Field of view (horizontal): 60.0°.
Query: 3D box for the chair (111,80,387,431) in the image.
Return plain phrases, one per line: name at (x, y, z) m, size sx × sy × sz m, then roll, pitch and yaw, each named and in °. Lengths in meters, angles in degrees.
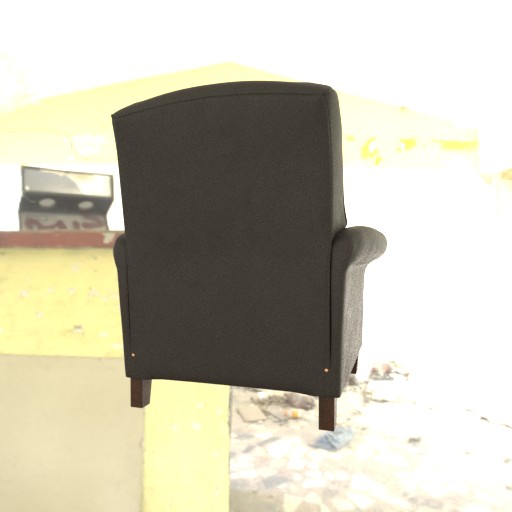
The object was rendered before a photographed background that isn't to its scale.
chair at (0.000, 0.000, 1.761) m, size 0.978 × 1.061 × 0.902 m, roll 0°, pitch 0°, yaw 18°
